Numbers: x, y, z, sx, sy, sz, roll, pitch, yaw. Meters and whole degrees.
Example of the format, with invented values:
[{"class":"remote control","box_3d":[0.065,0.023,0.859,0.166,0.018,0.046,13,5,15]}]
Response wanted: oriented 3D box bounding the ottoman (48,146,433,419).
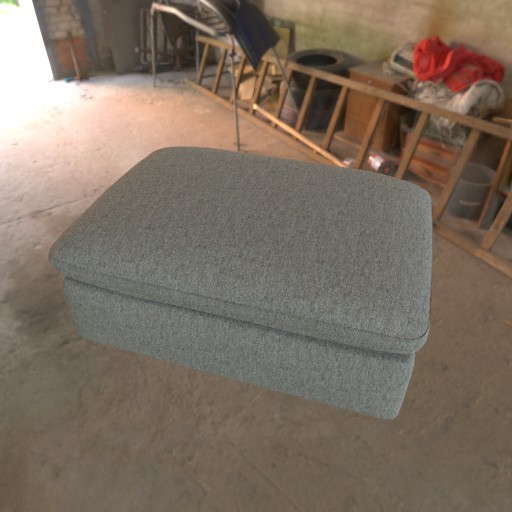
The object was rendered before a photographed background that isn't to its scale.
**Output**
[{"class":"ottoman","box_3d":[0.000,0.000,1.366,0.977,0.451,0.694,11,41,13]}]
